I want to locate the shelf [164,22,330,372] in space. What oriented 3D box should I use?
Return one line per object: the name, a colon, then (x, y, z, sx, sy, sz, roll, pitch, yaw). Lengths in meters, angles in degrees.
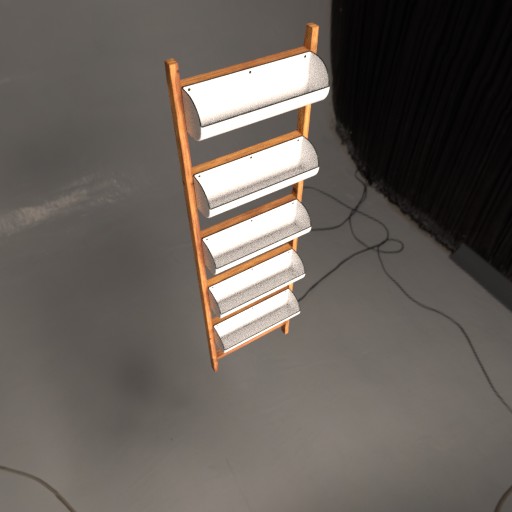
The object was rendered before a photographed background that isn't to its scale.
shelf: (0.000, 0.000, 1.736, 0.454, 1.600, 0.141, -24, 53, -20)
